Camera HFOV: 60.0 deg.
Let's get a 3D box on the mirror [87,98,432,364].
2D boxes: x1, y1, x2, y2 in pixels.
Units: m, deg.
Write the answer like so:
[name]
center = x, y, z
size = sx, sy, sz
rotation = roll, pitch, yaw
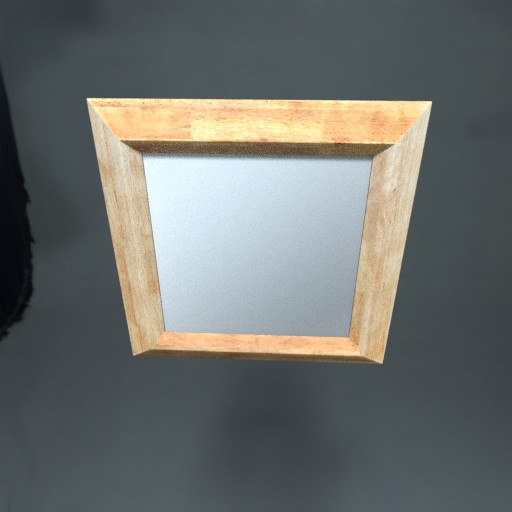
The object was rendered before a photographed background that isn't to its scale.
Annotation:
[mirror]
center = 0.000, 0.000, 0.976
size = 0.651, 0.651, 0.047
rotation = 1, 30, 2
